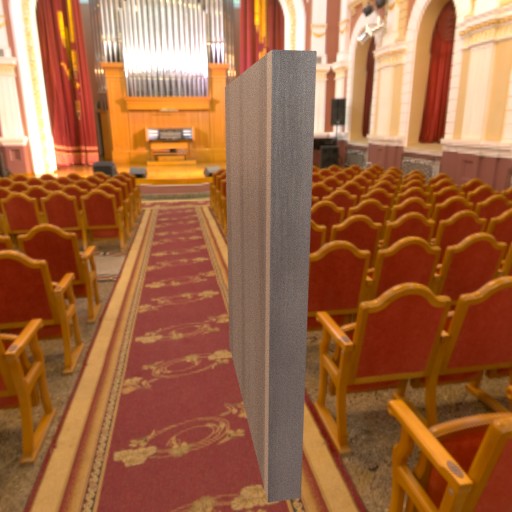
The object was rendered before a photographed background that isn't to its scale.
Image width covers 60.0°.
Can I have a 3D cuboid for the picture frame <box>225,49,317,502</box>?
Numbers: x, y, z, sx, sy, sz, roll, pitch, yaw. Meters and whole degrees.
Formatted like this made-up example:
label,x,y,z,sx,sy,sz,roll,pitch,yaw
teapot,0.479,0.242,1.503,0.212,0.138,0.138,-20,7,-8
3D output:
label,x,y,z,sx,sy,sz,roll,pitch,yaw
picture frame,0.000,0.000,0.730,0.046,0.555,0.449,-3,17,-9
